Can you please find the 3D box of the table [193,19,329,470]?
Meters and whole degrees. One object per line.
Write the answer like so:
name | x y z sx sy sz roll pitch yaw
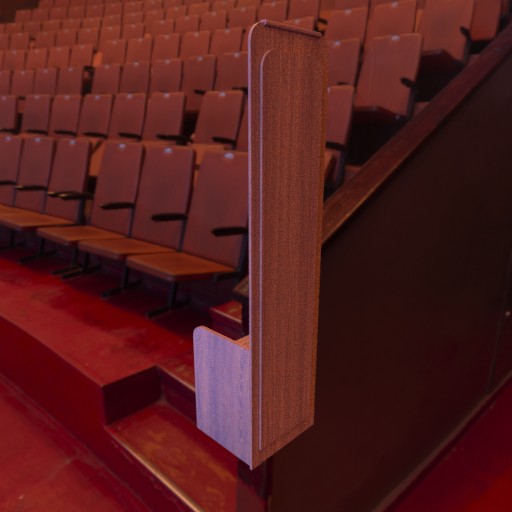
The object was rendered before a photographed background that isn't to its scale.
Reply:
table | 0.000 0.000 2.010 0.420 1.830 0.450 15 22 42
